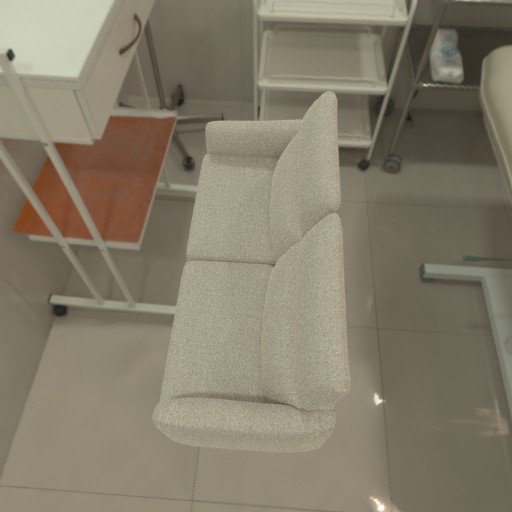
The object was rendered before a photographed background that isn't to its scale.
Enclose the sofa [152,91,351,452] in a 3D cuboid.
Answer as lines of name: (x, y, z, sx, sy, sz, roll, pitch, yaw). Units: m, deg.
sofa: (0.000, 0.000, 2.547, 0.856, 0.956, 2.015, 3, 58, 2)
